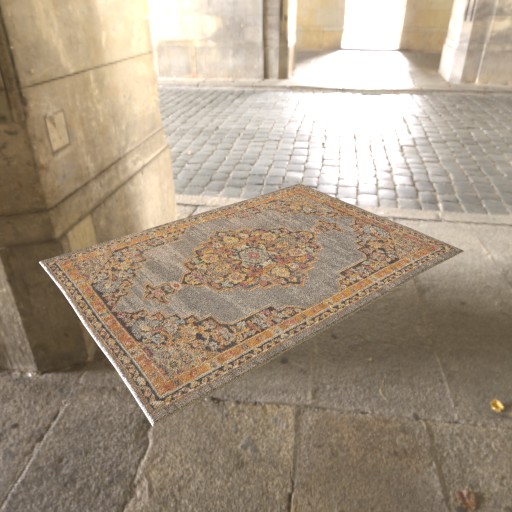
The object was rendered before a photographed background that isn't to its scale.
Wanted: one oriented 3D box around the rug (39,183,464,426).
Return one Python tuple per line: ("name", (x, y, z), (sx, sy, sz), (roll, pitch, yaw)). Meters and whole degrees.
("rug", (0.000, 0.000, 3.887), (3.063, 0.024, 2.158), (-21, 36, -32))
